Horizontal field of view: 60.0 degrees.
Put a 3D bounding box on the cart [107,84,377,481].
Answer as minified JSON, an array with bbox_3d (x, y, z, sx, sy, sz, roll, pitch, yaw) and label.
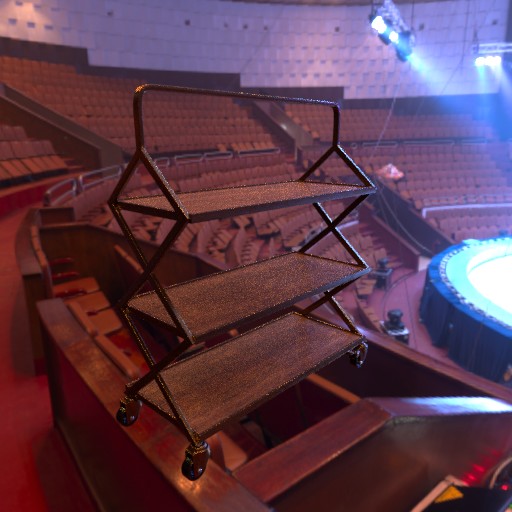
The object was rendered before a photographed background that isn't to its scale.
[{"bbox_3d":[0.000,0.000,1.174,0.313,0.805,0.723,14,20,42],"label":"cart"}]
